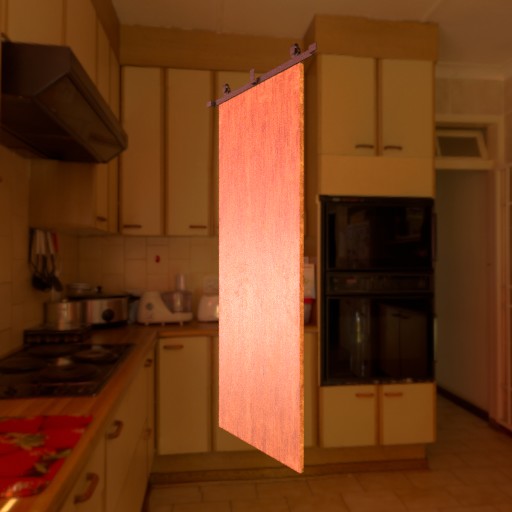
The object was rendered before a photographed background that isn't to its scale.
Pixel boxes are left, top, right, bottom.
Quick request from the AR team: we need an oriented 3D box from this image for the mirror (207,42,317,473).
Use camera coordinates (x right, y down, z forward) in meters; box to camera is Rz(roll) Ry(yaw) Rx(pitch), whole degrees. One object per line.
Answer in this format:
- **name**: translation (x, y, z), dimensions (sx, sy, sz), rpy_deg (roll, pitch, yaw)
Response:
- **mirror**: translation (0.000, 0.000, 2.091), dimensions (0.042, 1.793, 0.847), rpy_deg (0, 0, -36)
